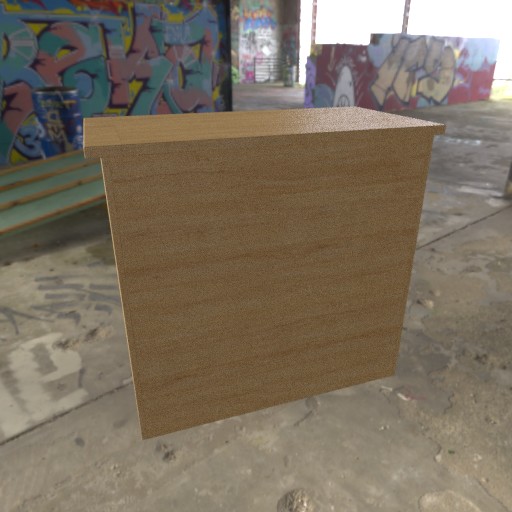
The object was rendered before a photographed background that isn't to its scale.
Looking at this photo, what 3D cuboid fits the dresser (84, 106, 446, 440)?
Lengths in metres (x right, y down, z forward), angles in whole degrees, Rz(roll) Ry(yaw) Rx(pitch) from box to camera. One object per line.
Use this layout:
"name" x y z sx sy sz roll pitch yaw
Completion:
"dresser" 0.000 0.000 1.243 0.800 0.730 0.410 -8 26 -18
